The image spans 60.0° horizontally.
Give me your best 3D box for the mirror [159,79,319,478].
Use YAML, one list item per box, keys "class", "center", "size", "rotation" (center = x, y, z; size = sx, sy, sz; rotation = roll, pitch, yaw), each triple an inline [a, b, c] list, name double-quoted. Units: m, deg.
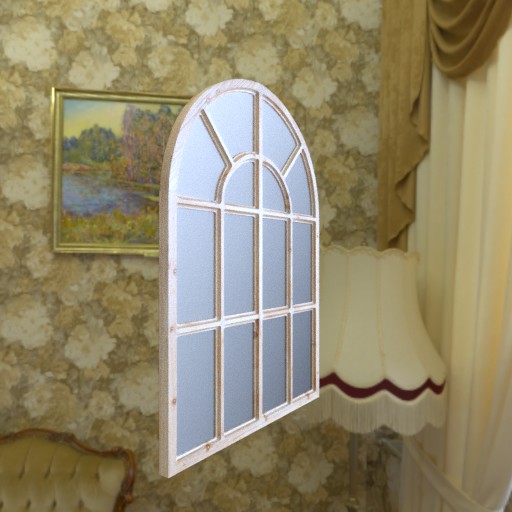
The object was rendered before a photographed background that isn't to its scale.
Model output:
- class: "mirror"
  center: [0.000, 0.000, 1.194]
  size: [0.032, 0.920, 0.660]
  rotation: [0, 0, 36]
